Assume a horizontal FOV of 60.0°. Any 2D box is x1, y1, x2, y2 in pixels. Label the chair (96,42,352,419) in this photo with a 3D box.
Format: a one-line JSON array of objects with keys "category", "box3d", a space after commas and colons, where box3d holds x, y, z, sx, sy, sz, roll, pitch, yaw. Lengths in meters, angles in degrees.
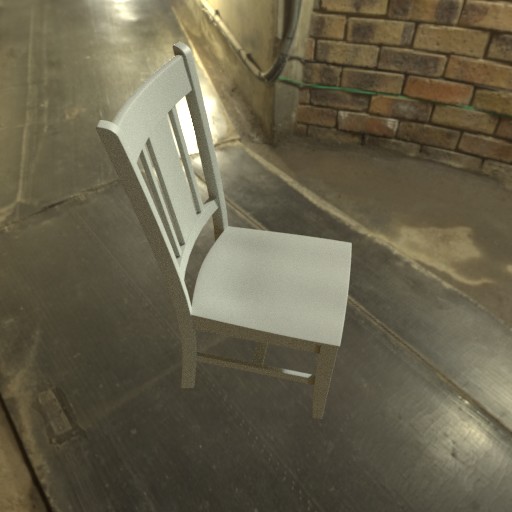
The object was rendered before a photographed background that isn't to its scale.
[{"category": "chair", "box3d": [0.000, 0.000, 1.289, 0.555, 0.998, 0.450, 9, 46, 9]}]
